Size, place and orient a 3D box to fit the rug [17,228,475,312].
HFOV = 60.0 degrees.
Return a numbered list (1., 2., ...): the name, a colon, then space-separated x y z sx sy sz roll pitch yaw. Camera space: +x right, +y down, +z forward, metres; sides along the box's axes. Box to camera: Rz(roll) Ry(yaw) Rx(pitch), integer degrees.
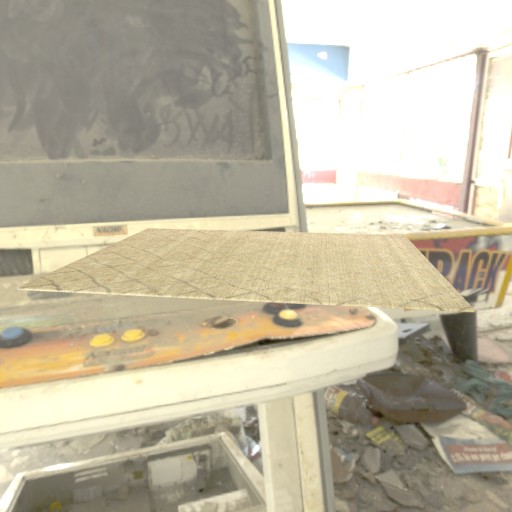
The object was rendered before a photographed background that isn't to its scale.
1. rug: 0.000 0.000 4.061 3.038 0.019 2.420 2 14 8
